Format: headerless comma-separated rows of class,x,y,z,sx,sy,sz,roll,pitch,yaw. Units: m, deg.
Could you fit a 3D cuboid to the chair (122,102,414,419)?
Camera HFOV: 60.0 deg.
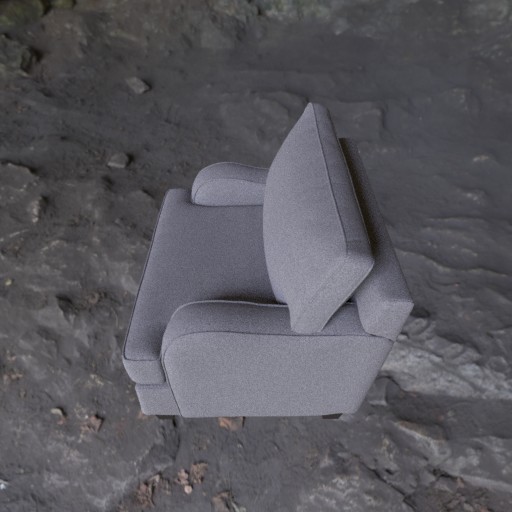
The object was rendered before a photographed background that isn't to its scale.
chair,0.000,0.000,2.084,1.040,1.016,1.220,0,41,0
